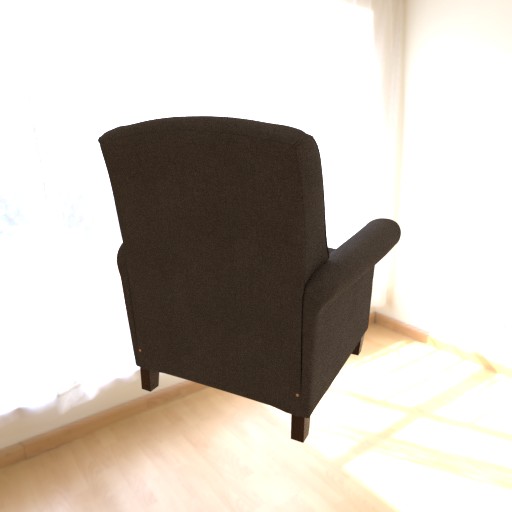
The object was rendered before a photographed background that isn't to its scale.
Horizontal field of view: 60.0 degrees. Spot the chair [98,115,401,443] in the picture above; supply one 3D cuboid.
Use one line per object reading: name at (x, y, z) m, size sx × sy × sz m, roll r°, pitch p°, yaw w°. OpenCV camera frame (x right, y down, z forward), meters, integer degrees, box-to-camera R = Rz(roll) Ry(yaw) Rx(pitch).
chair at (0.000, 0.000, 1.801) m, size 0.978 × 1.061 × 0.905 m, roll 8°, pitch 17°, yaw 27°
